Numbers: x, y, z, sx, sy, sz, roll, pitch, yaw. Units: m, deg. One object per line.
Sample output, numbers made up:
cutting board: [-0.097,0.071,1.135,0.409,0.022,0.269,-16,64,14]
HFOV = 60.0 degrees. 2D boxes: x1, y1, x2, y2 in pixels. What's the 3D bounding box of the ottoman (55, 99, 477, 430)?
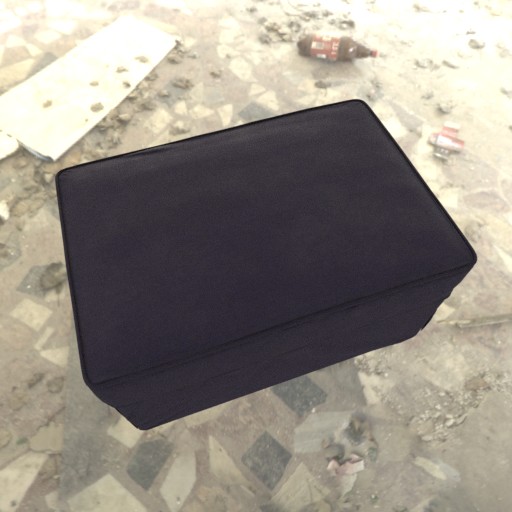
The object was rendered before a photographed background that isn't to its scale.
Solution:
ottoman: [0.000,0.000,1.260,0.938,0.503,0.637,-16,59,-10]
